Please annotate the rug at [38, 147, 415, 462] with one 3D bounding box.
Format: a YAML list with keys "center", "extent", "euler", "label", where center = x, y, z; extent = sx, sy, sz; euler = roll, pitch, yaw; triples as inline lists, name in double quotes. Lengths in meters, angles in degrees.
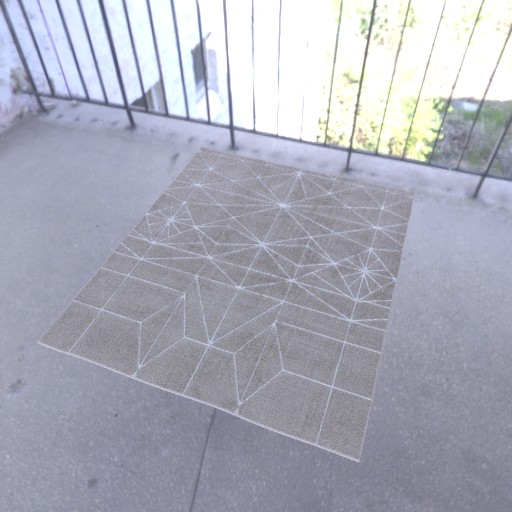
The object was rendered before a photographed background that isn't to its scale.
- center: [0.000, 0.000, 0.885]
  extent: [0.548, 0.006, 0.639]
  euler: [15, 48, 14]
  label: "rug"
